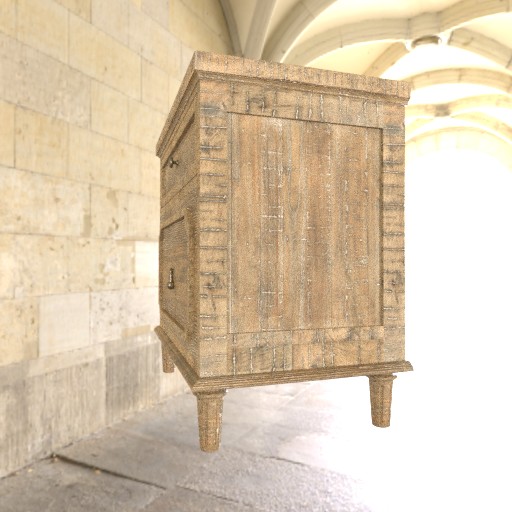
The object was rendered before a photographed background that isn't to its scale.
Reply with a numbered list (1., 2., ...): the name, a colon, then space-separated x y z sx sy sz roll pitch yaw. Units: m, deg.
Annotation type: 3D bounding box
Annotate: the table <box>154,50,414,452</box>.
1. table: 0.000 0.000 1.153 0.457 0.711 0.686 0 0 -18
